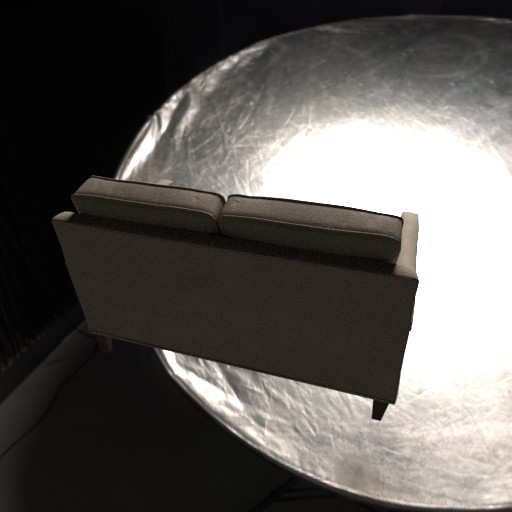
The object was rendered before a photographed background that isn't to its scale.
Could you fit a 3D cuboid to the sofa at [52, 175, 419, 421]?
[{"bbox_3d":[0.000,0.000,2.305,1.597,1.003,1.084,9,33,15],"label":"sofa"}]
